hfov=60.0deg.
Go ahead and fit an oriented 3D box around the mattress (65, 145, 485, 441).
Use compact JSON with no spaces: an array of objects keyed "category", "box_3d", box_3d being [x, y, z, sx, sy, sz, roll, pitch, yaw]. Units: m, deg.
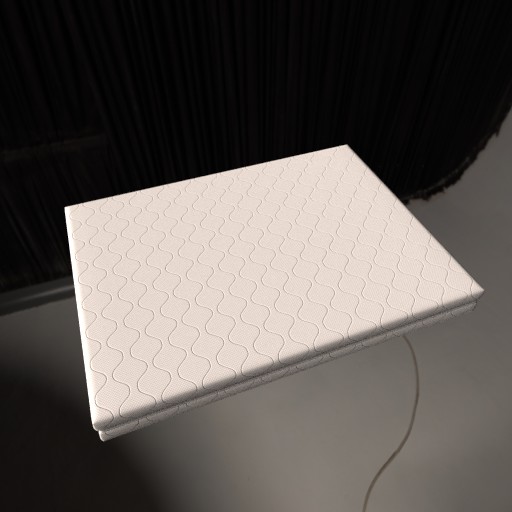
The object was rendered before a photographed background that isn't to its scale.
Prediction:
[{"category":"mattress","box_3d":[0.000,0.000,2.466,1.900,0.200,1.400,-15,48,-14]}]
